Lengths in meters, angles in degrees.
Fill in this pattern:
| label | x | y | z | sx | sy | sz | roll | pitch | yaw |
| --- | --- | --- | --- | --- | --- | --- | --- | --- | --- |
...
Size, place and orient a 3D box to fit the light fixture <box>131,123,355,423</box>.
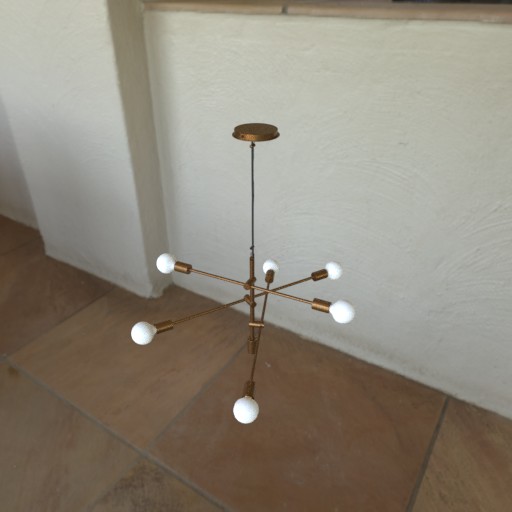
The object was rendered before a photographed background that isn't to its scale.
| label | x | y | z | sx | sy | sz | roll | pitch | yaw |
| --- | --- | --- | --- | --- | --- | --- | --- | --- | --- |
| light fixture | 0.000 | 0.000 | 1.309 | 0.637 | 0.744 | 0.682 | 21 | 37 | 30 |
